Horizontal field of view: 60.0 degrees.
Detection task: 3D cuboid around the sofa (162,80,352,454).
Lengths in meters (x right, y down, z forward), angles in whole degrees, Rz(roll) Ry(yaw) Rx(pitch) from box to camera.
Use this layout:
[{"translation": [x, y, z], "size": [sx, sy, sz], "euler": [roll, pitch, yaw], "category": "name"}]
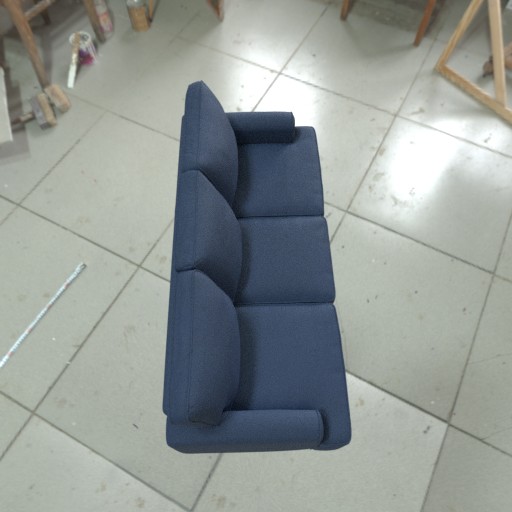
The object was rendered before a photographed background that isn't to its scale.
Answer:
[{"translation": [0.000, 0.000, 2.700], "size": [0.951, 0.965, 2.158], "euler": [-1, 62, -1], "category": "sofa"}]
